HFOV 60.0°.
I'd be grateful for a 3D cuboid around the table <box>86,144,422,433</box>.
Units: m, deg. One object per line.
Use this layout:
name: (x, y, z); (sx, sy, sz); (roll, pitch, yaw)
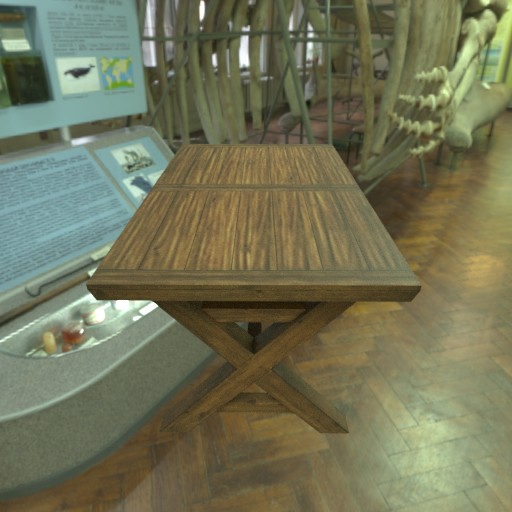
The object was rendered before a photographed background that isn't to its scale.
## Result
table: (0.000, 0.000, 2.469); (1.071, 0.793, 1.966); (0, 27, 0)
